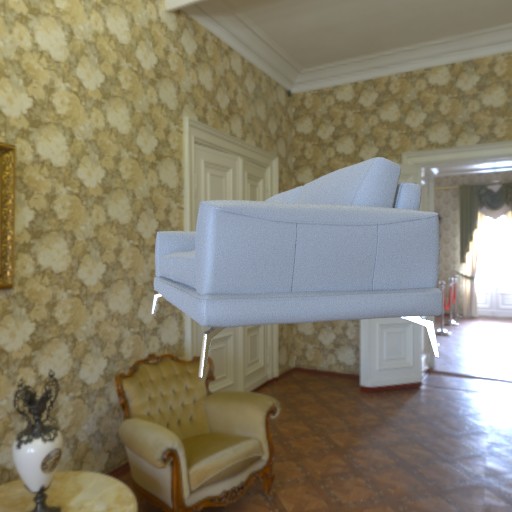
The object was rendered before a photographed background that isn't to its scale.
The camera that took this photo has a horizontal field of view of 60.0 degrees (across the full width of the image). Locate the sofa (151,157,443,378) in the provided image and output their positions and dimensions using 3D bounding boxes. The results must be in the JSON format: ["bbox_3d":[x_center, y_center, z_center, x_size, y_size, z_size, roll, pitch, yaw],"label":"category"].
[{"bbox_3d":[0.000,0.000,2.769,1.121,0.930,2.177,0,-1,-17],"label":"sofa"}]
